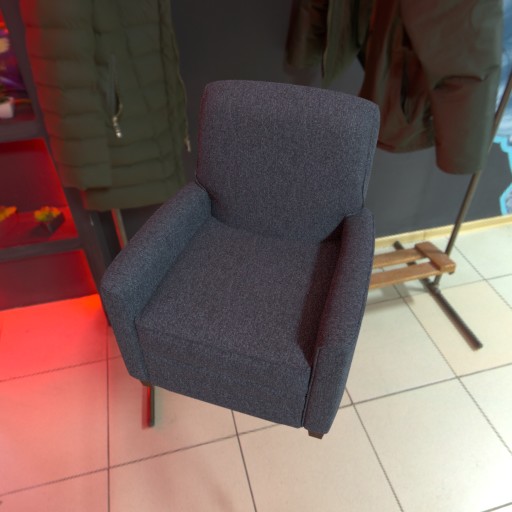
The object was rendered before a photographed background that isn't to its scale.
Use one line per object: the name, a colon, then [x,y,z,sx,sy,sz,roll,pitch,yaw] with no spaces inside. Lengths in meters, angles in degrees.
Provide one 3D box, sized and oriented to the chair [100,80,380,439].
chair: [0.000,0.000,1.651,0.839,1.016,0.850,12,43,13]
